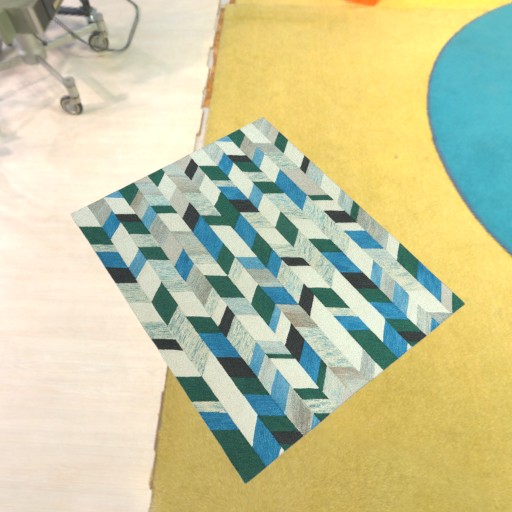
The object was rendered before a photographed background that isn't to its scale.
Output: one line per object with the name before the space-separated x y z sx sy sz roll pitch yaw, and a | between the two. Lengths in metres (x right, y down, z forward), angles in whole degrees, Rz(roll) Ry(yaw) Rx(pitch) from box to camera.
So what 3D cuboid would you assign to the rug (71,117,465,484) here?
rug | 0.000 0.000 4.212 2.440 0.008 3.036 -32 63 -18
